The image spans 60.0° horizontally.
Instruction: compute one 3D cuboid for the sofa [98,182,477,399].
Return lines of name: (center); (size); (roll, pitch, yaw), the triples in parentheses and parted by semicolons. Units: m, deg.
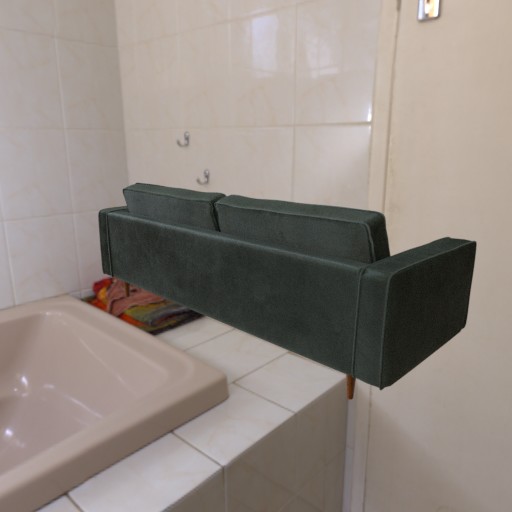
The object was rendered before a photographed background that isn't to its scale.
sofa: (0.000, 0.000, 2.632); (2.214, 0.781, 0.886); (14, 20, 43)
